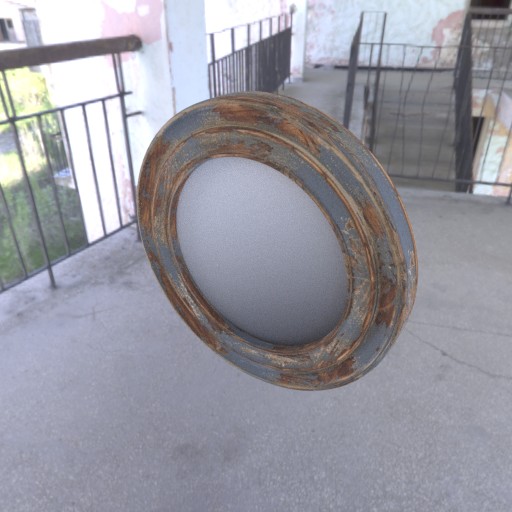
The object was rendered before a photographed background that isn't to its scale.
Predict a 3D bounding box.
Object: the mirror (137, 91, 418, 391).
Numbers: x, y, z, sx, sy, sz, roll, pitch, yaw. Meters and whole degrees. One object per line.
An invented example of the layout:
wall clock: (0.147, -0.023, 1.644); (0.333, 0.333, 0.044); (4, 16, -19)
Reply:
mirror: (0.000, 0.000, 0.842); (0.585, 0.585, 0.061); (19, 35, 29)
